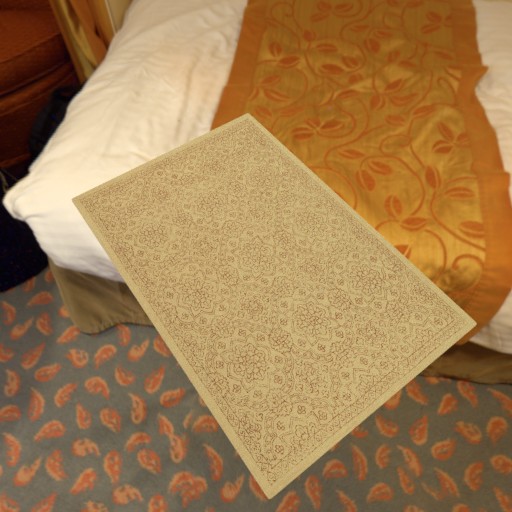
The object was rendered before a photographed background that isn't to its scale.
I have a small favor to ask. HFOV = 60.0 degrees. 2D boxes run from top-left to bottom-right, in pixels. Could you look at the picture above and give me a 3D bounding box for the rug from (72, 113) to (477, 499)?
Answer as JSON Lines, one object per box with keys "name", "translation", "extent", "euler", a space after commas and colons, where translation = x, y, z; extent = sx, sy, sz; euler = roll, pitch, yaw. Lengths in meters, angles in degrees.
{"name": "rug", "translation": [0.000, 0.000, 2.268], "extent": [1.219, 0.010, 1.829], "euler": [-32, 63, -19]}
